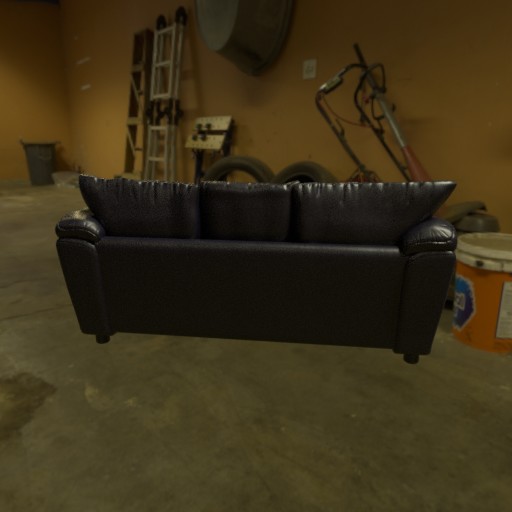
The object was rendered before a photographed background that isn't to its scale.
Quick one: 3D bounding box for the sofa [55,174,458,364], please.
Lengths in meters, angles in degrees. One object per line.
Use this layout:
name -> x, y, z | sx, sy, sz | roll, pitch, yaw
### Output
sofa -> 0.000, 0.000, 2.880 | 2.336, 1.073, 0.880 | 2, 16, 7
